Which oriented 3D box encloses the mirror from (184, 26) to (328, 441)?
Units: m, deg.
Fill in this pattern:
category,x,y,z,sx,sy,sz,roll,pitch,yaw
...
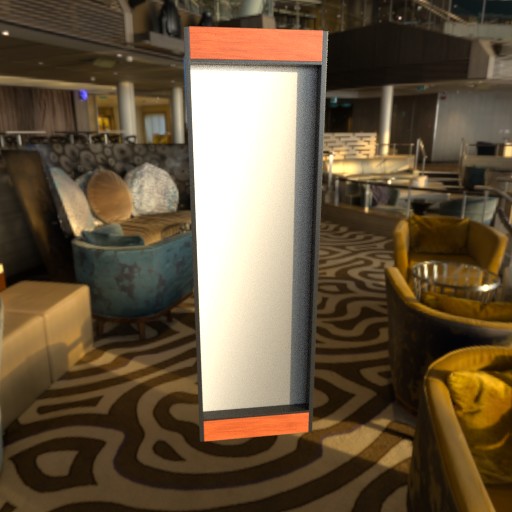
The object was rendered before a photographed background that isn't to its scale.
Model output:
category,x,y,z,sx,sy,sz,roll,pitch,yaw
mirror,0.000,0.000,1.214,0.343,1.123,0.047,-2,16,-8
